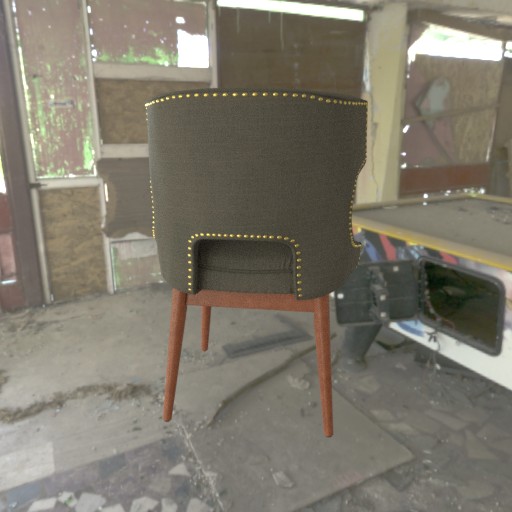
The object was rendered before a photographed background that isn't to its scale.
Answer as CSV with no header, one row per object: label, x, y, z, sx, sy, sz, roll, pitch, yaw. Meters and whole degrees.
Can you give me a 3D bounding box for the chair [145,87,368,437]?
chair,0.000,0.000,1.267,0.595,0.863,0.581,2,16,8
